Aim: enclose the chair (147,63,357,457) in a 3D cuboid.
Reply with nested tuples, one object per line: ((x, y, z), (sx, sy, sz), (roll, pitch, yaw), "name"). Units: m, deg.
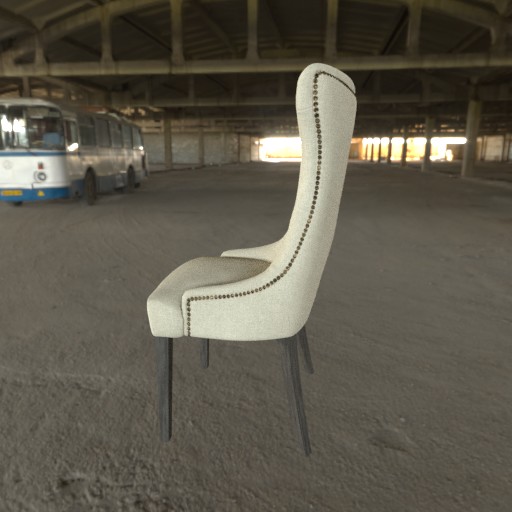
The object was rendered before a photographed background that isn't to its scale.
((0.000, 0.000, 1.434), (0.590, 1.065, 0.584), (2, 14, 8), "chair")
